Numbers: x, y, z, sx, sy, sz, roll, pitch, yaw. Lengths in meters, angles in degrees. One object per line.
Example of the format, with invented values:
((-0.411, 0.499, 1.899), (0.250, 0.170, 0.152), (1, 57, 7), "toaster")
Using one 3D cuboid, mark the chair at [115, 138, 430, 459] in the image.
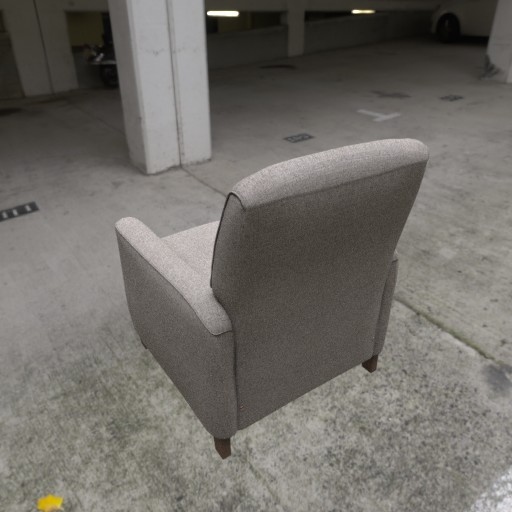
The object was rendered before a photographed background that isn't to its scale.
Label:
((0.000, 0.000, 1.670), (0.848, 1.014, 0.864), (-19, 34, -30), "chair")
